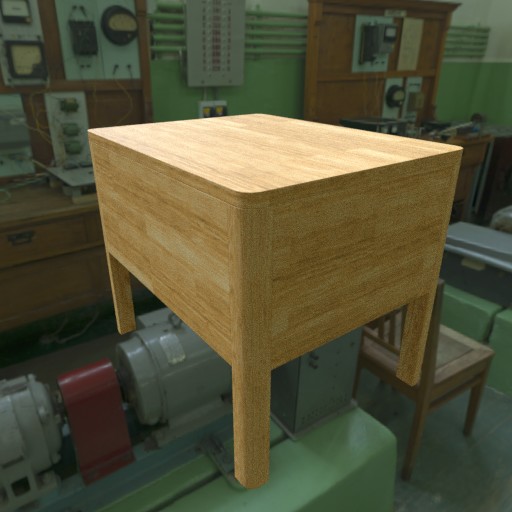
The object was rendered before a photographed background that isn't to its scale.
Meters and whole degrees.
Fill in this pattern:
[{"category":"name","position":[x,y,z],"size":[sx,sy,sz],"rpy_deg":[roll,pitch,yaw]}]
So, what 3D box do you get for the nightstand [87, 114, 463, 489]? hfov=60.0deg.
[{"category":"nightstand","position":[0.000,0.000,0.899],"size":[0.440,0.470,0.560],"rpy_deg":[-17,30,-33]}]
